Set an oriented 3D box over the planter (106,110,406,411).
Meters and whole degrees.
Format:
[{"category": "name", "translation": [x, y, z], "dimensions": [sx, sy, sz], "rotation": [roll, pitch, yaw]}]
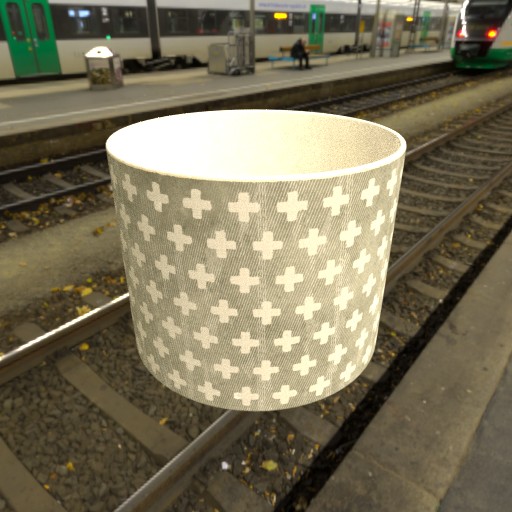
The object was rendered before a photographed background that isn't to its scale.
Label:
[{"category": "planter", "translation": [0.000, 0.000, 0.439], "dimensions": [0.250, 0.239, 0.250], "rotation": [0, 27, 0]}]
